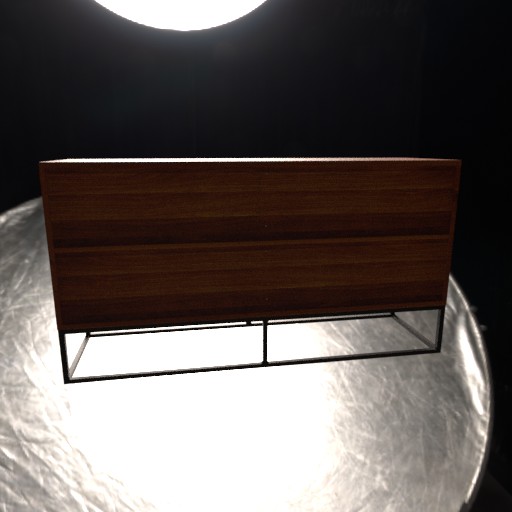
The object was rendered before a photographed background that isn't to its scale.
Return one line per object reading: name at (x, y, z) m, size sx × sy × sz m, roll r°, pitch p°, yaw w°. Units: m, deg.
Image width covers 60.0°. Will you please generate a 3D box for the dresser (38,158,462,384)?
dresser at (0.000, 0.000, 1.903) m, size 1.536 × 0.810 × 0.464 m, roll -2°, pitch 14°, yaw -10°
